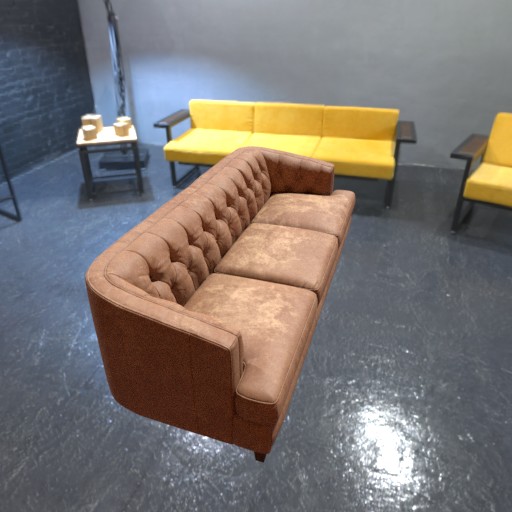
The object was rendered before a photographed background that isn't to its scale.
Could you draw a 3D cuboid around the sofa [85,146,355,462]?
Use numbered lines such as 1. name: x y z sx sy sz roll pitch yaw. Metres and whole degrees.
1. sofa: 0.000 0.000 2.709 0.922 0.791 2.257 9 31 16
